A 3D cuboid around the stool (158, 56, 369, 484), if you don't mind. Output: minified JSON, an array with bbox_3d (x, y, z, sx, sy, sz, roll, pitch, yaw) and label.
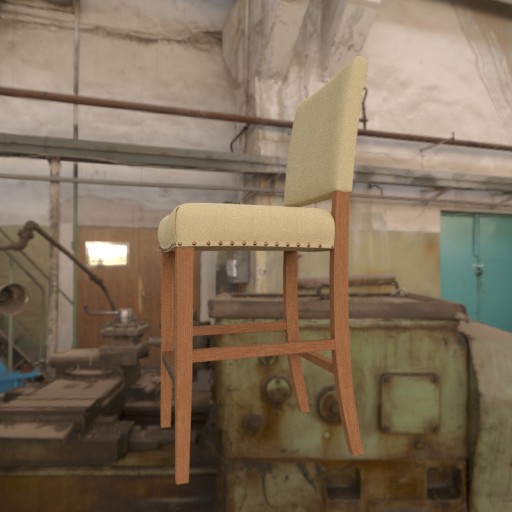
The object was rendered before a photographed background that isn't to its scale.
[{"bbox_3d":[0.000,0.000,1.421,0.584,1.168,0.445,0,0,-18],"label":"stool"}]
